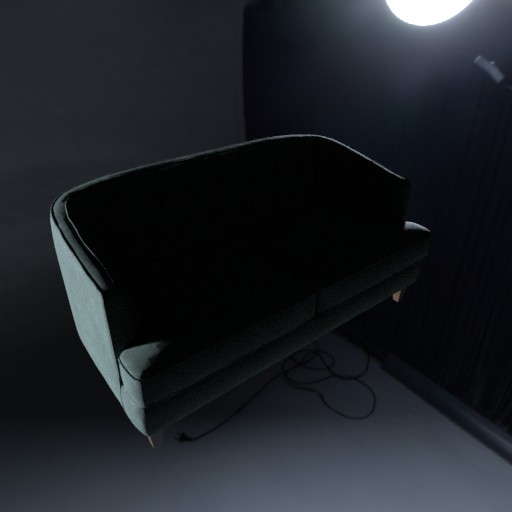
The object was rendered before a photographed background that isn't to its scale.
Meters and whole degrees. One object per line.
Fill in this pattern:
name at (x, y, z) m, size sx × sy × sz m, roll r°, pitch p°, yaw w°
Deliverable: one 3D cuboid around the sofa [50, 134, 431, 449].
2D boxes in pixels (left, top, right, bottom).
sofa at (0.000, 0.000, 2.231) m, size 1.733 × 0.855 × 0.941 m, roll -22°, pitch 37°, yaw -32°
